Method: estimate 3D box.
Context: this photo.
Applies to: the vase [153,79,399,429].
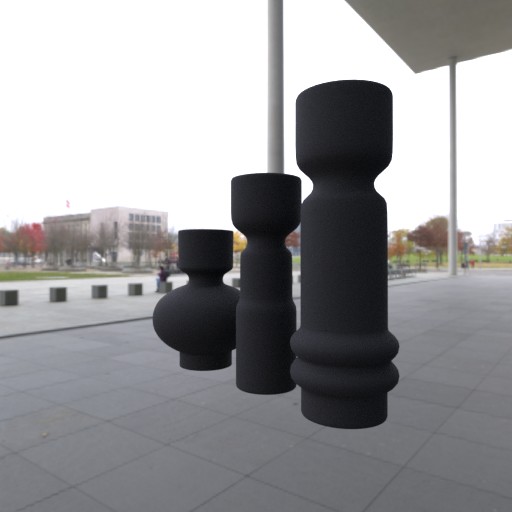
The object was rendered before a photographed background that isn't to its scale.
[{"bbox_3d":[0.000,0.000,0.436,0.120,0.249,0.307,0,0,-38],"label":"vase"}]
